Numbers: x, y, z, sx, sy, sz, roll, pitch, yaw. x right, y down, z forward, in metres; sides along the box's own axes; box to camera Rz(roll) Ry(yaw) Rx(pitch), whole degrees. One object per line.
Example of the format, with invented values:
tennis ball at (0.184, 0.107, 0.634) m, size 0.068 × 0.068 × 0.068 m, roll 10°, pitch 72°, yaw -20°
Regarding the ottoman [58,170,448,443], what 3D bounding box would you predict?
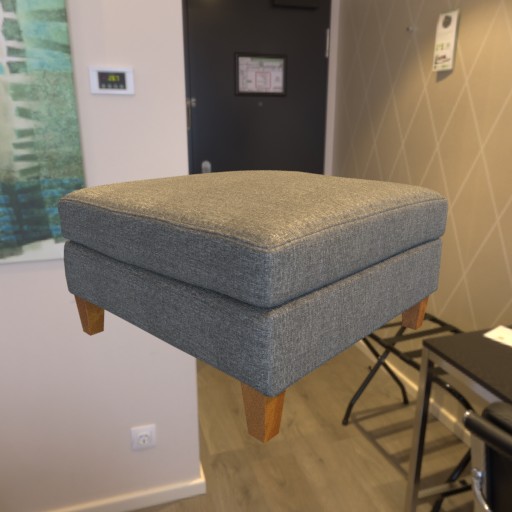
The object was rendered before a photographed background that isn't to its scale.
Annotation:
ottoman at (0.000, 0.000, 1.346) m, size 0.838 × 0.481 × 0.838 m, roll 14°, pitch 21°, yaw 41°
